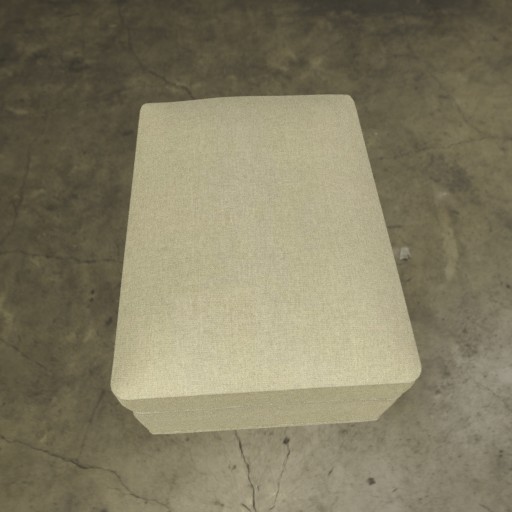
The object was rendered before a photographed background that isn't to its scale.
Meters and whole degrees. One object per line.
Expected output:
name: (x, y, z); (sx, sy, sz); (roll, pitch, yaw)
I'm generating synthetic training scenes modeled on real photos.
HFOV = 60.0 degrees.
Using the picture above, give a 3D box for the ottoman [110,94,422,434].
ottoman: (0.000, 0.000, 1.229); (0.619, 0.504, 0.843); (-3, 59, -2)
